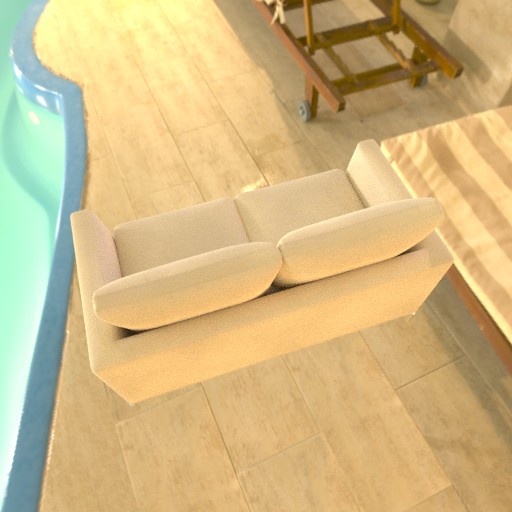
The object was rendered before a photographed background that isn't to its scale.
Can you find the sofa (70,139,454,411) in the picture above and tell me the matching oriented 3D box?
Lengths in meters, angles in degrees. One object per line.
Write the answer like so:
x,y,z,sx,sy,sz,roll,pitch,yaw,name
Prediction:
0.000,0.000,2.374,1.739,0.995,0.906,-16,59,-10,sofa
